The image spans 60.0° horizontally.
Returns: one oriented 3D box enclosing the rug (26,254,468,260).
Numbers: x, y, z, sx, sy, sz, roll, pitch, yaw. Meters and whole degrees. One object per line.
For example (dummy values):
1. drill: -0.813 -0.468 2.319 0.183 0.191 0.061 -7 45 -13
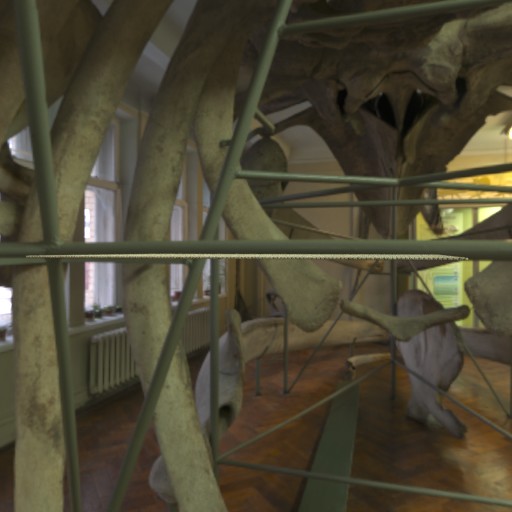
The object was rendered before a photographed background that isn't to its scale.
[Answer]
1. rug: 0.000 0.000 3.032 2.439 0.011 1.533 0 1 18
